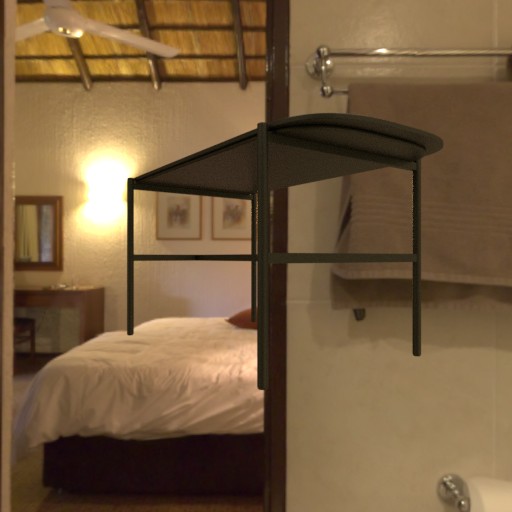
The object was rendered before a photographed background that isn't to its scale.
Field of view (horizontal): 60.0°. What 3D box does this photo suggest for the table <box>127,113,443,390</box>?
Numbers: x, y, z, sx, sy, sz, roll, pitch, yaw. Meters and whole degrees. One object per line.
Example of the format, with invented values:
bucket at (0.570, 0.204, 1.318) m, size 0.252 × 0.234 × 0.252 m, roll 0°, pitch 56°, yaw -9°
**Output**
table at (0.000, 0.000, 1.008) m, size 0.400 × 0.400 × 0.800 m, roll 0°, pitch 0°, yaw -36°
